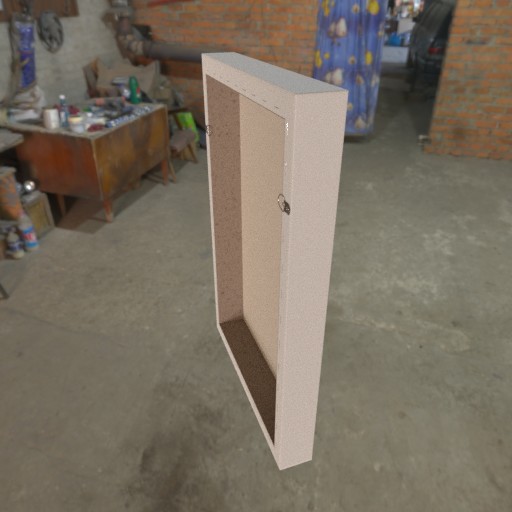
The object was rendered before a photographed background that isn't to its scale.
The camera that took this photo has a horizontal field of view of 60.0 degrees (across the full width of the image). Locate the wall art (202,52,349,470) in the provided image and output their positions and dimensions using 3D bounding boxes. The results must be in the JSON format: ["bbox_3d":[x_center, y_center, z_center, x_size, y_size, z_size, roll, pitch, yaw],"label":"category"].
[{"bbox_3d":[0.000,0.000,0.483,0.039,0.381,0.252,-10,32,-17],"label":"wall art"}]
